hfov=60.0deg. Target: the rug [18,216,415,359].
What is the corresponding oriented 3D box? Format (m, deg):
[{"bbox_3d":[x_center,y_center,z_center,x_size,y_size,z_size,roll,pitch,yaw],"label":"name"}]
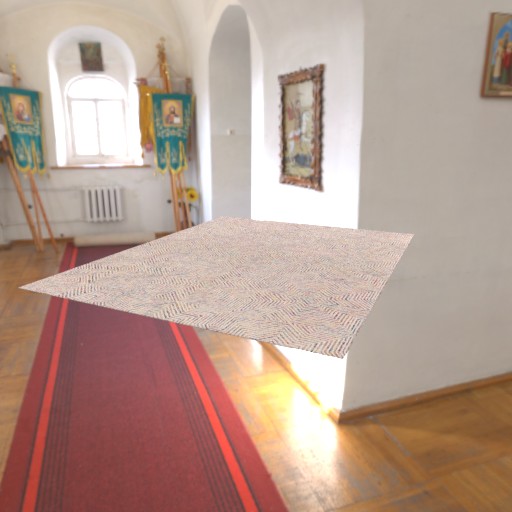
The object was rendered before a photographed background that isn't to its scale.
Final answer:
[{"bbox_3d":[0.000,0.000,4.091,2.442,0.008,3.046,8,18,24],"label":"rug"}]
